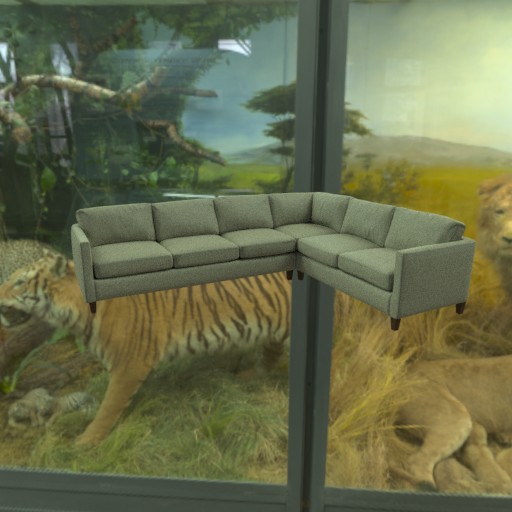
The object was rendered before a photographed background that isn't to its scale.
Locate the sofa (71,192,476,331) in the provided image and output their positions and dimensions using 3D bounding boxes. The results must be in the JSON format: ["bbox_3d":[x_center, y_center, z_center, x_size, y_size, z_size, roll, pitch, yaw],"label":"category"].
[{"bbox_3d":[0.000,0.000,4.512,3.302,0.947,2.593,-8,17,-26],"label":"sofa"}]
